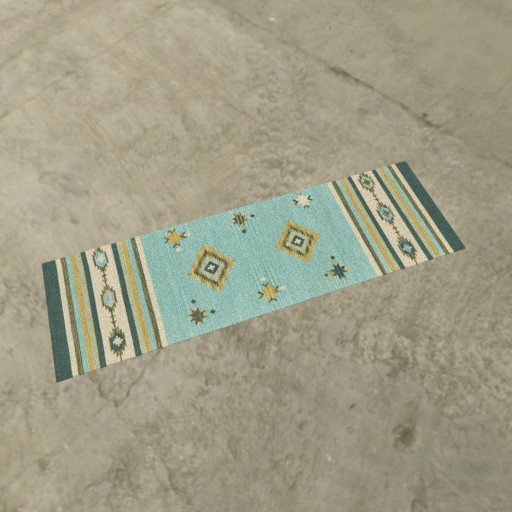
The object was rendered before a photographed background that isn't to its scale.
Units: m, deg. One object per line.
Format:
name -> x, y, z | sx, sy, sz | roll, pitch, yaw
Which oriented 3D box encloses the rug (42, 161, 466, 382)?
rug -> 0.000, 0.000, 2.667 | 2.441, 0.010, 0.744 | -17, 61, -10
